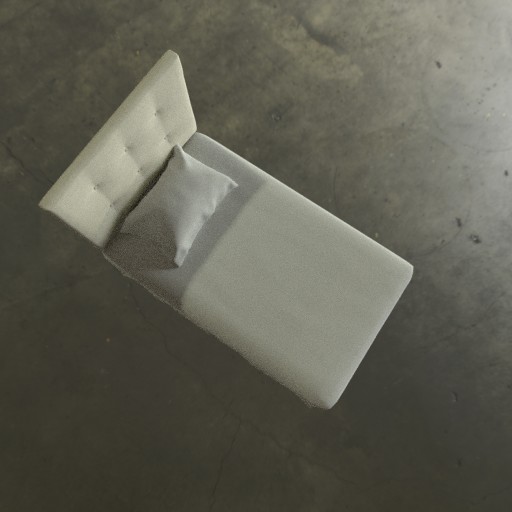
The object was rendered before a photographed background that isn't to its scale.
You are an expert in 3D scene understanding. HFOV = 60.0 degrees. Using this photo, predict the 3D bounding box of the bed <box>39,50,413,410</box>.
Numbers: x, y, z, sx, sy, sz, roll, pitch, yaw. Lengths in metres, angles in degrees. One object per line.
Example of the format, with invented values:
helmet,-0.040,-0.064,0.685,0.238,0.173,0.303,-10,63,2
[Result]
bed,0.000,0.000,3.019,1.997,1.571,1.261,33,79,8
